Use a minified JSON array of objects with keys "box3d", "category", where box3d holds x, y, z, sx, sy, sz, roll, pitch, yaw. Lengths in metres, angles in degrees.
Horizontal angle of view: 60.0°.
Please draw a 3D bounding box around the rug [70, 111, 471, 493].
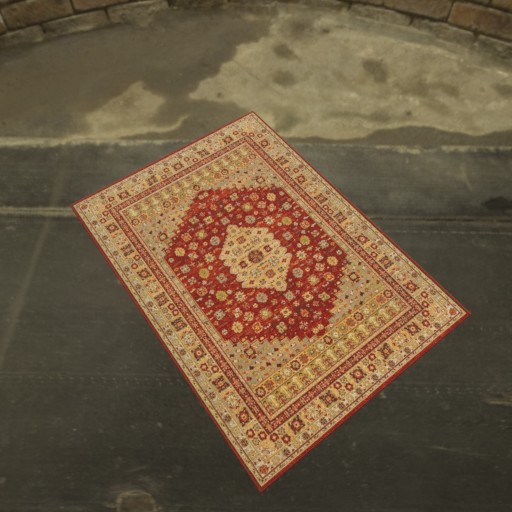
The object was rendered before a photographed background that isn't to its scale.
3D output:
[{"box3d":[0.000,0.000,2.885,1.593,0.013,2.211,-33,65,-18],"category":"rug"}]
